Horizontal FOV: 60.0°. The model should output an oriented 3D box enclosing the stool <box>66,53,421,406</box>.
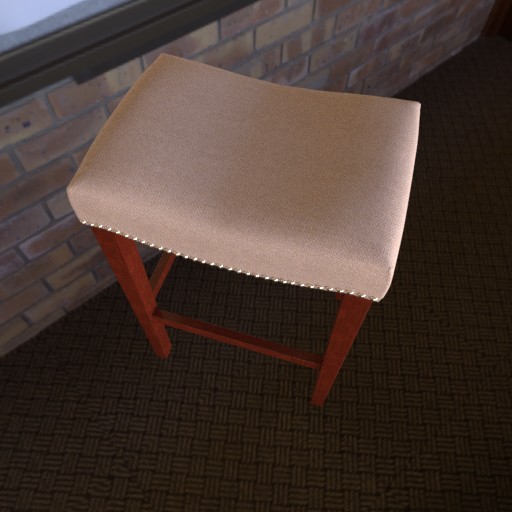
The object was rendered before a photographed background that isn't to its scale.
[{"bbox_3d":[0.000,0.000,1.005,0.504,0.742,0.372,15,59,9],"label":"stool"}]
